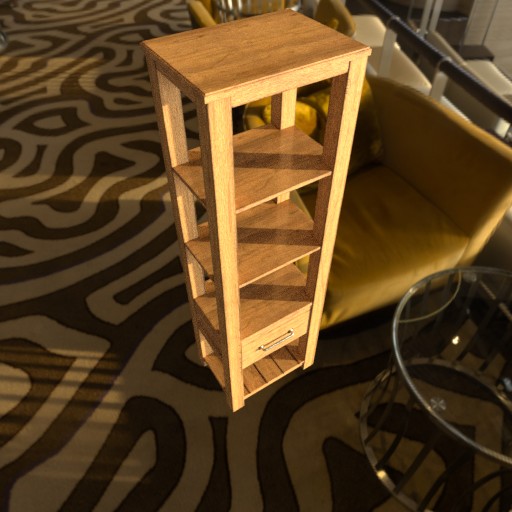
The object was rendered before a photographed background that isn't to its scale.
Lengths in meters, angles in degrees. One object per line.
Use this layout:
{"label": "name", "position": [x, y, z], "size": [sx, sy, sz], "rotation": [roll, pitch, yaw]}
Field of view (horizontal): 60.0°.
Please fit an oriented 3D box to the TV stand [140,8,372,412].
{"label": "TV stand", "position": [0.000, 0.000, 1.989], "size": [0.565, 1.828, 0.435], "rotation": [-25, 51, -22]}
